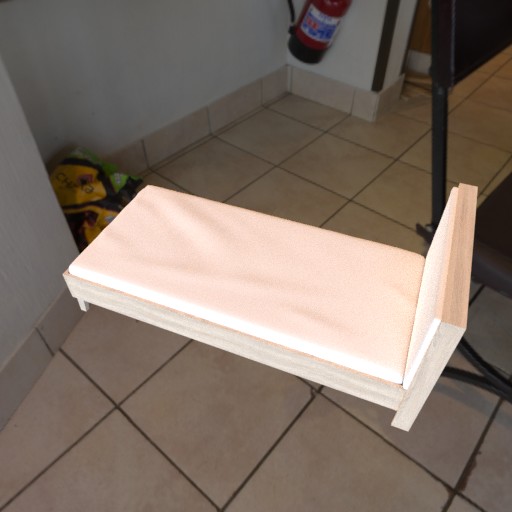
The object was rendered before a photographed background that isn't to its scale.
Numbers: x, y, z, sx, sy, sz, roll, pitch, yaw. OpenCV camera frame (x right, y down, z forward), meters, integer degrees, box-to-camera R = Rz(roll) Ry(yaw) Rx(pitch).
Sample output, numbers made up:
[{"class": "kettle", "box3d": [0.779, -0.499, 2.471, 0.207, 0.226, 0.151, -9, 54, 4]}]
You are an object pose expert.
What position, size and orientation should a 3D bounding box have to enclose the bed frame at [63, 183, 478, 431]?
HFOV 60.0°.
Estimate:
[{"class": "bed frame", "box3d": [0.000, 0.000, 2.636, 2.140, 0.920, 0.990, 16, 47, 15]}]
